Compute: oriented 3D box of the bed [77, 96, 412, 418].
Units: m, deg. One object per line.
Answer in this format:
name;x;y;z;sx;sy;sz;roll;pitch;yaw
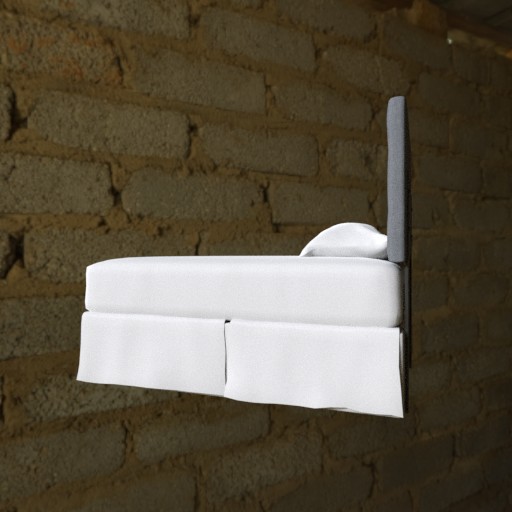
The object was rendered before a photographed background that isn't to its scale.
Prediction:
bed;0.000;0.000;3.019;1.997;1.571;1.261;0;0;20
